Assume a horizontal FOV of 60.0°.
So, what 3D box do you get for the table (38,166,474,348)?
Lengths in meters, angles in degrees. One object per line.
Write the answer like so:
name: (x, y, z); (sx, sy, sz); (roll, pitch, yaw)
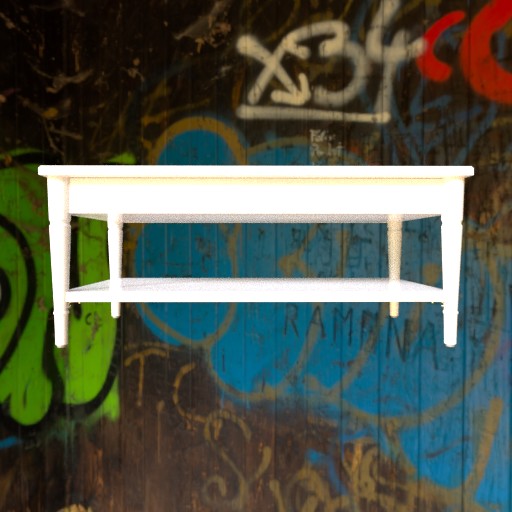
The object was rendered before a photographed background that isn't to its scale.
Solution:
table: (0.000, 0.000, 1.371); (1.067, 0.457, 0.559); (0, 2, 0)
